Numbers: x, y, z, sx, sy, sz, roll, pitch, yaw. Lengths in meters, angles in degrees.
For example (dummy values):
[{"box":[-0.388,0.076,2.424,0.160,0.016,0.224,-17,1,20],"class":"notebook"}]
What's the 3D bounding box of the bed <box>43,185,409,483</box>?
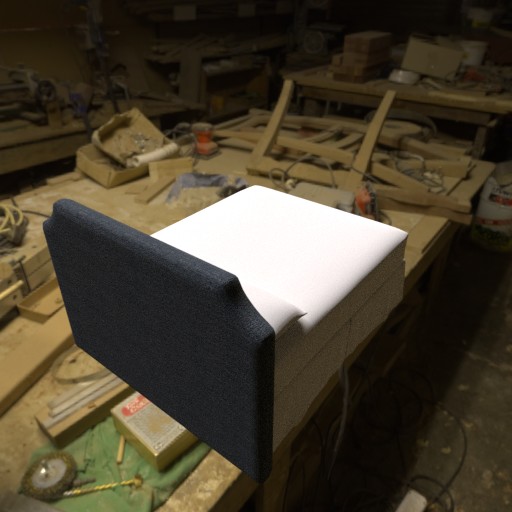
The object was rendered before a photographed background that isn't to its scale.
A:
[{"box":[0.000,0.000,3.333,1.828,1.297,2.208,23,38,32],"class":"bed"}]
